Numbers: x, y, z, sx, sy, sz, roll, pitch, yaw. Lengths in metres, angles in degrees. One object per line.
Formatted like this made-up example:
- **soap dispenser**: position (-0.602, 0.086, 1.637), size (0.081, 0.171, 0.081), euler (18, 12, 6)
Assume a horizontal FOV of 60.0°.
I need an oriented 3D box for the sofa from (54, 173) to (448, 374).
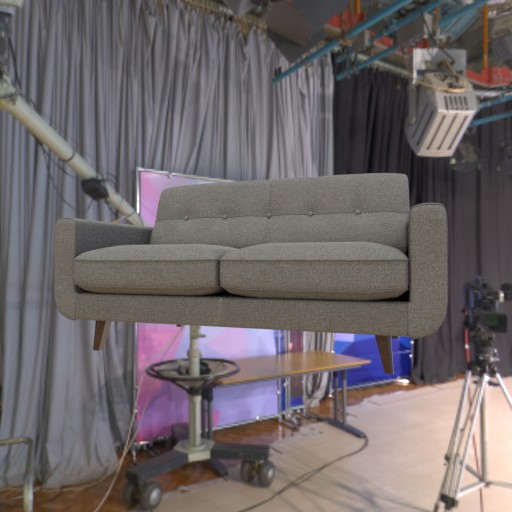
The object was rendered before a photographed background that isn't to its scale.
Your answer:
- **sofa**: position (0.000, 0.000, 2.122), size (1.631, 0.841, 0.909), euler (0, -1, 19)
